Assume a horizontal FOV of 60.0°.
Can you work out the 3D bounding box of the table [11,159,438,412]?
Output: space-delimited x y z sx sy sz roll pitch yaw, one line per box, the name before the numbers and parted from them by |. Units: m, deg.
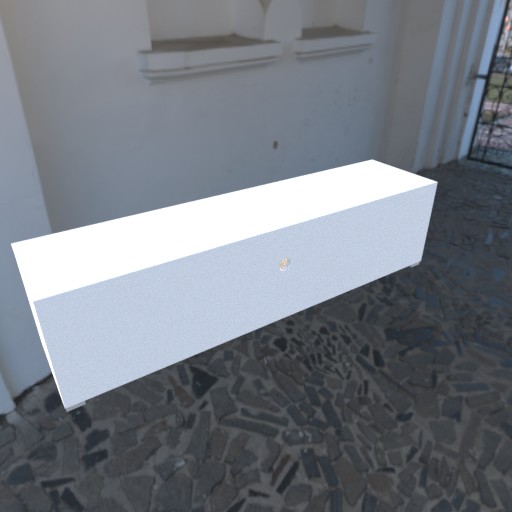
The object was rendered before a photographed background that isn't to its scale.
table | 0.000 0.000 1.797 1.650 0.420 0.390 -18 34 -28
